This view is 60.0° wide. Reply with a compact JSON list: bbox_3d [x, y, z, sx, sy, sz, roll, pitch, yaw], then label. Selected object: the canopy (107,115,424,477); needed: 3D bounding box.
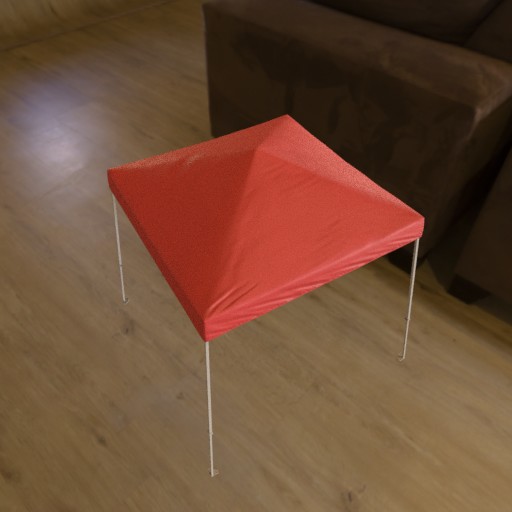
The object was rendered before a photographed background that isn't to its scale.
[{"bbox_3d":[0.000,0.000,6.498,3.600,3.600,3.599,-23,50,-21],"label":"canopy"}]
